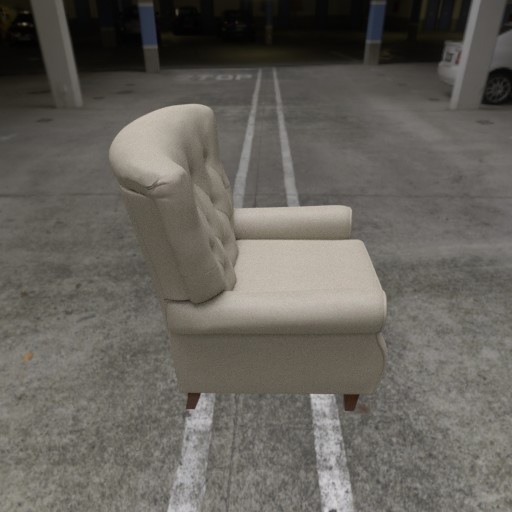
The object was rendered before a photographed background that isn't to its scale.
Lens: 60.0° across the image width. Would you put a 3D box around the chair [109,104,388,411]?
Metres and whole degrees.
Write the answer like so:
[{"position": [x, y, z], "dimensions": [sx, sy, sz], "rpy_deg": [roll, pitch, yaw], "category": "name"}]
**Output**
[{"position": [0.000, 0.000, 1.927], "dimensions": [1.059, 1.158, 0.943], "rpy_deg": [1, 31, 1], "category": "chair"}]
